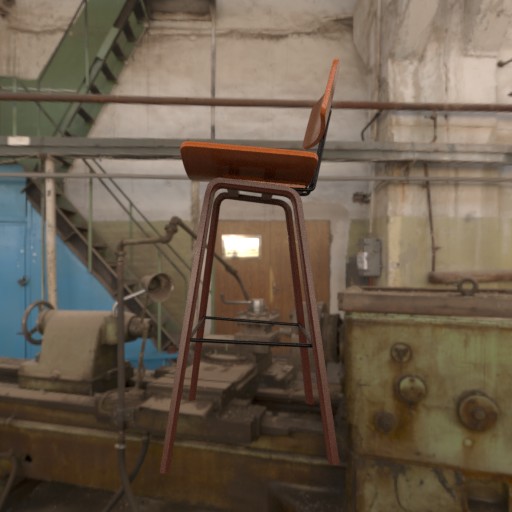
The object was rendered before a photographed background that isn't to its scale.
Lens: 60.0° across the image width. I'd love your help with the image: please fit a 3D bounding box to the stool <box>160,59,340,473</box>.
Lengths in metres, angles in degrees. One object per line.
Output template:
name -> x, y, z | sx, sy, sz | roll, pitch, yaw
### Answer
stool -> 0.000, 0.000, 1.245 | 0.440, 0.969, 0.509 | 0, 1, -1
